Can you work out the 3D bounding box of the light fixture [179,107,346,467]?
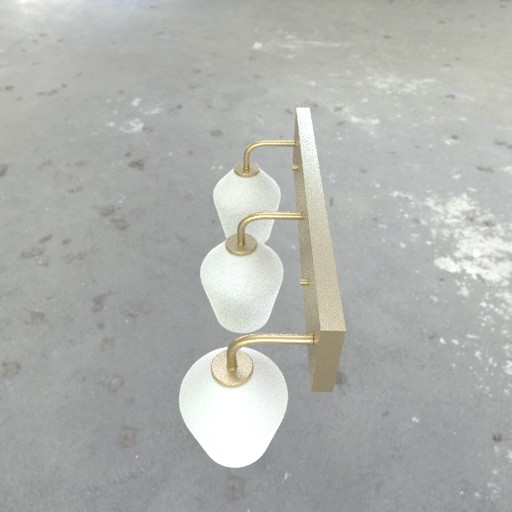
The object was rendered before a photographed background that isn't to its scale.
[{"bbox_3d":[0.000,0.000,0.732,0.190,0.280,0.609,1,42,1],"label":"light fixture"}]
